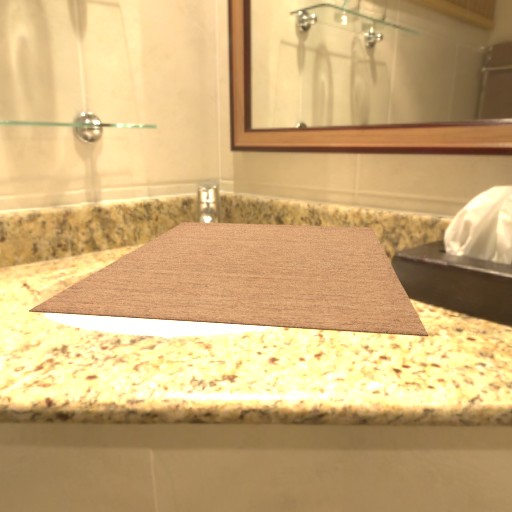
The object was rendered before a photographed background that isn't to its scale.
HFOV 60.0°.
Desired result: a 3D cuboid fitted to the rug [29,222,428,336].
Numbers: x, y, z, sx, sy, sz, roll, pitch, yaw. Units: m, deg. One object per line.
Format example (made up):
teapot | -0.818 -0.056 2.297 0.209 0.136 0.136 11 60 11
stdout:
rug | 0.000 0.000 4.181 2.448 0.013 3.205 2 15 8
